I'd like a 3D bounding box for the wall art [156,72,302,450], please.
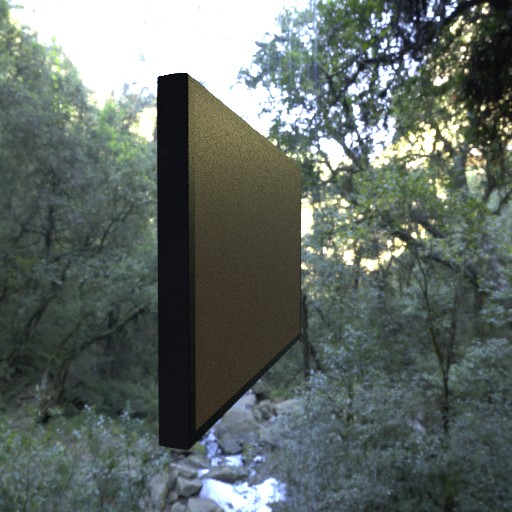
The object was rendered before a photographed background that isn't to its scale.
[{"bbox_3d":[0.000,0.000,0.771,0.038,0.409,0.610,0,2,17],"label":"wall art"}]
